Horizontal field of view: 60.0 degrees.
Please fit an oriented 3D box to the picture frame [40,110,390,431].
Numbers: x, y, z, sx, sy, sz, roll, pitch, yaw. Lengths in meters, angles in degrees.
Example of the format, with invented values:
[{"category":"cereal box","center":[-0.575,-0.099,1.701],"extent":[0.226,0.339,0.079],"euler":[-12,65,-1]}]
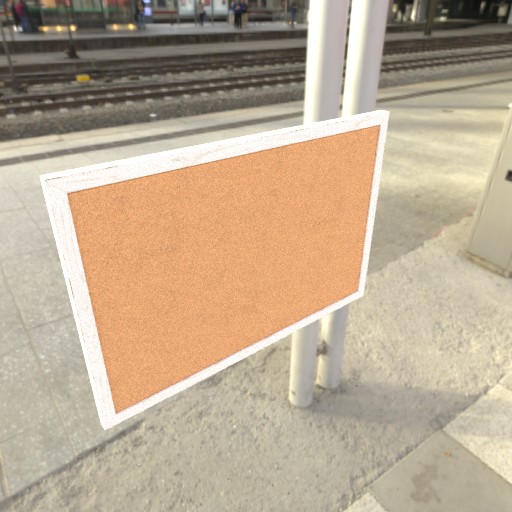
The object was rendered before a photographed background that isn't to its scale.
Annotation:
[{"category":"picture frame","center":[0.000,0.000,1.189],"extent":[0.950,0.640,0.029],"euler":[-21,35,-32]}]
